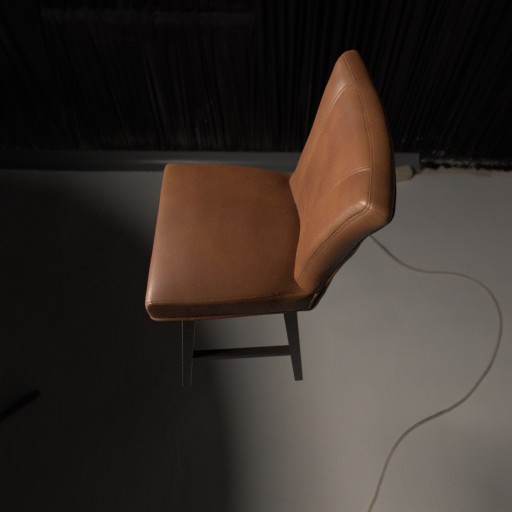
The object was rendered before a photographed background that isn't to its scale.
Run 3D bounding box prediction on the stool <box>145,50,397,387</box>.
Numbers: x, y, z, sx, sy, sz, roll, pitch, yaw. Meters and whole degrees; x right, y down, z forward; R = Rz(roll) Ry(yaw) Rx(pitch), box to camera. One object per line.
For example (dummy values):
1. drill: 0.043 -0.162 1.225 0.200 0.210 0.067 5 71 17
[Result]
1. stool: 0.000 0.000 1.396 0.585 1.094 0.522 0 58 0
